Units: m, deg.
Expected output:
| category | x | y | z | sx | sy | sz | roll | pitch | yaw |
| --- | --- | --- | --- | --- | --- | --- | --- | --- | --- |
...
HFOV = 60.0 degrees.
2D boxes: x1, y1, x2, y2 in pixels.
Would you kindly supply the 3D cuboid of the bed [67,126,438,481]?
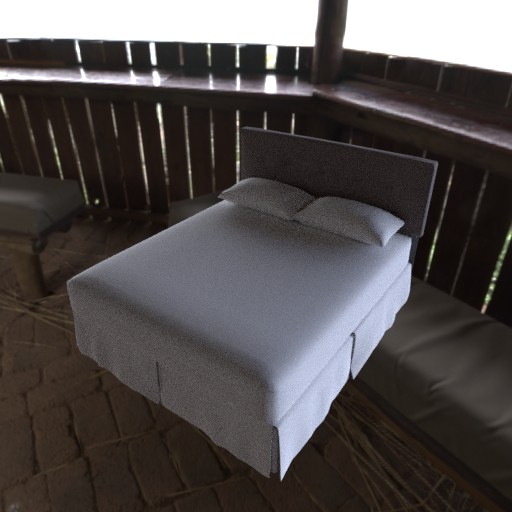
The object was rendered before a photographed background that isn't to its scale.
| category | x | y | z | sx | sy | sz | roll | pitch | yaw |
| --- | --- | --- | --- | --- | --- | --- | --- | --- | --- |
| bed | 0.000 | 0.000 | 2.882 | 1.610 | 1.089 | 1.894 | 20 | 36 | 30 |
